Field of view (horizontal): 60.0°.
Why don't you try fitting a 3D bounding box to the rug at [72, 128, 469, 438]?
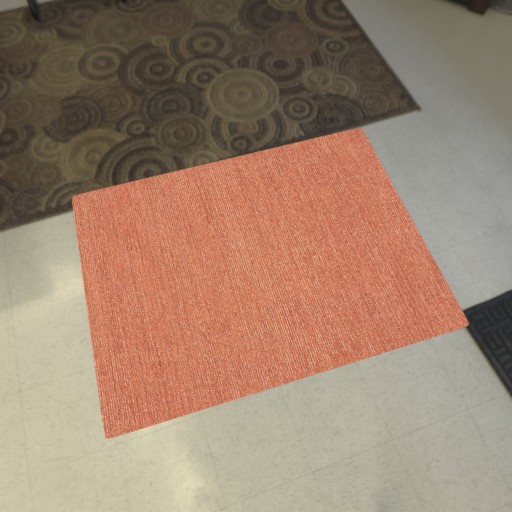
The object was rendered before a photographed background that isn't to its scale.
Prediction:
[{"bbox_3d":[0.000,0.000,2.775,2.112,0.009,1.594,-15,64,-8],"label":"rug"}]
